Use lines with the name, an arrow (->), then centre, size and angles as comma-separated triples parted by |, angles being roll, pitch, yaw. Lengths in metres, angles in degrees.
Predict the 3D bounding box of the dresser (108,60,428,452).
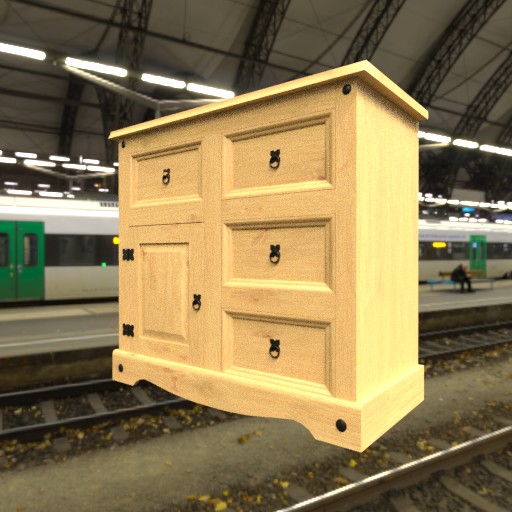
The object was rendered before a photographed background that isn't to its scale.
dresser -> 0.000, 0.000, 1.386 | 0.915, 0.835, 0.440 | 0, 0, 38
